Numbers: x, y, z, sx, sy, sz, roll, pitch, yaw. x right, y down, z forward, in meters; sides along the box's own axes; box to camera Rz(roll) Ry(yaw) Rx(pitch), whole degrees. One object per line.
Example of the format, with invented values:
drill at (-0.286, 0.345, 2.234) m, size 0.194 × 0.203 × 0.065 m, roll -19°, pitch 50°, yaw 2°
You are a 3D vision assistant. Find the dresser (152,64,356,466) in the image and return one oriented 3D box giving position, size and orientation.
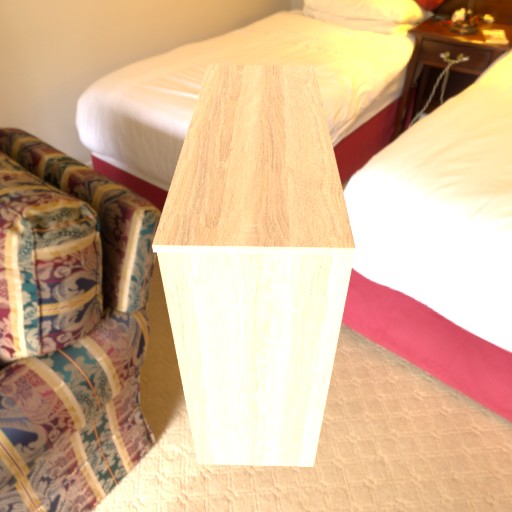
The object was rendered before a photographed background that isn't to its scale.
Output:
dresser at (0.000, 0.000, 1.461) m, size 0.380 × 0.900 × 0.980 m, roll 1°, pitch 41°, yaw 1°
